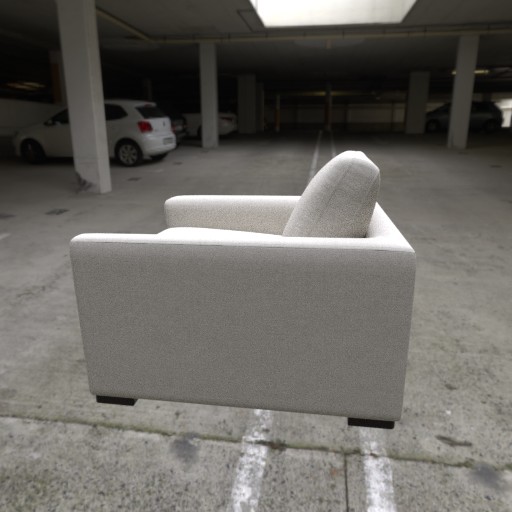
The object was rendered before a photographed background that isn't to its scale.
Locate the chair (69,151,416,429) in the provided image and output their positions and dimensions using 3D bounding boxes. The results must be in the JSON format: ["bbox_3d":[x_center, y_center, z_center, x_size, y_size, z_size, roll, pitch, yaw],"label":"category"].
[{"bbox_3d":[0.000,0.000,1.897,1.100,0.876,1.070,2,16,8],"label":"chair"}]
